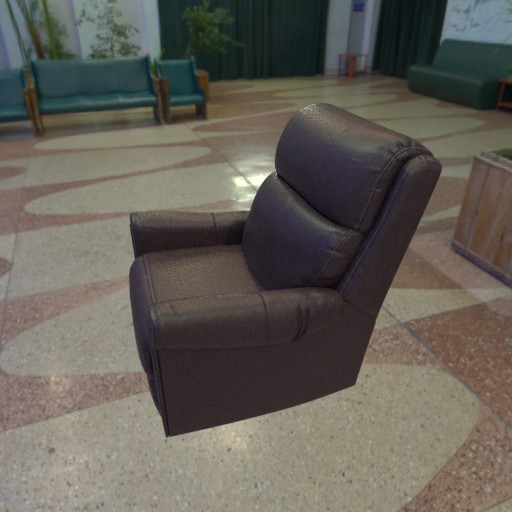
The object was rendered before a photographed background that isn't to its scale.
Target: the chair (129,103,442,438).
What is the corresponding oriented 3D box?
[{"bbox_3d":[0.000,0.000,1.772,1.014,1.054,0.838,-9,31,-16],"label":"chair"}]
